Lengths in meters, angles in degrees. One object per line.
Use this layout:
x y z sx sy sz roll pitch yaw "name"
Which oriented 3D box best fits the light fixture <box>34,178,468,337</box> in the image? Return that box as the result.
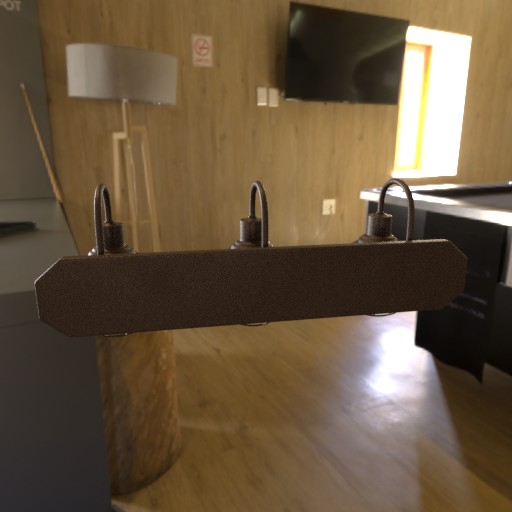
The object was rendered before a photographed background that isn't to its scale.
0.000 0.000 0.747 0.634 0.254 0.229 -3 15 -10 "light fixture"
